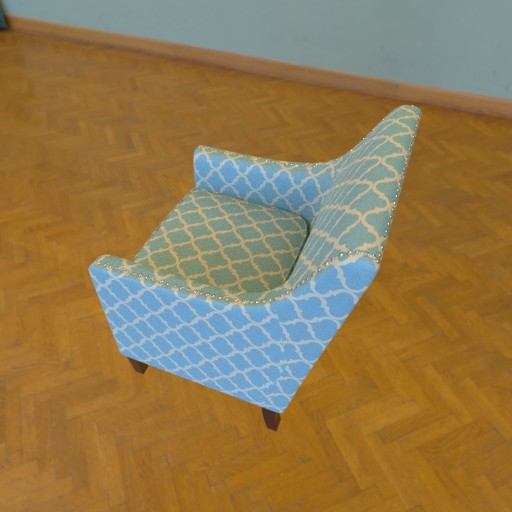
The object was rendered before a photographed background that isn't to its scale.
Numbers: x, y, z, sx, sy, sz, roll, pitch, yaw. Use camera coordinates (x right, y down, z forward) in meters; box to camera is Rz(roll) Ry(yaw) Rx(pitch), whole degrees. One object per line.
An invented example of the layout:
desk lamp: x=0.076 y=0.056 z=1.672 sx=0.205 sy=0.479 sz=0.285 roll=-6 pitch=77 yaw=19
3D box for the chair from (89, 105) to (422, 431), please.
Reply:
chair: x=0.000 y=0.000 z=1.305 sx=0.686 sy=0.817 sz=0.617 roll=16 pitch=47 yaw=15
